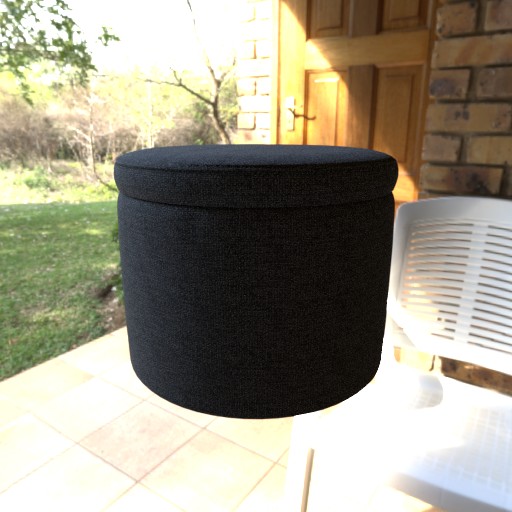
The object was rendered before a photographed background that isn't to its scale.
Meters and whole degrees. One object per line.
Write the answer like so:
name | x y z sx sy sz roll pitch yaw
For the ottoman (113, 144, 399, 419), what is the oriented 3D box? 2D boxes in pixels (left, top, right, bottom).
ottoman | 0.000 0.000 0.890 0.520 0.430 0.520 0 16 0
